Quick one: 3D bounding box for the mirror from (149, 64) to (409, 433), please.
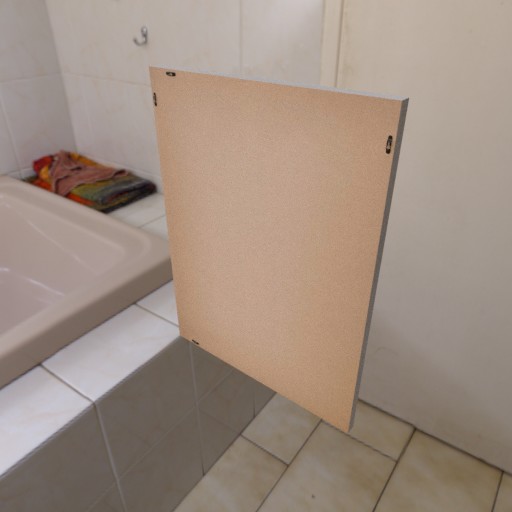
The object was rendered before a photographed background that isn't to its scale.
[{"bbox_3d":[0.000,0.000,1.352,0.762,1.016,0.041,22,37,32],"label":"mirror"}]
